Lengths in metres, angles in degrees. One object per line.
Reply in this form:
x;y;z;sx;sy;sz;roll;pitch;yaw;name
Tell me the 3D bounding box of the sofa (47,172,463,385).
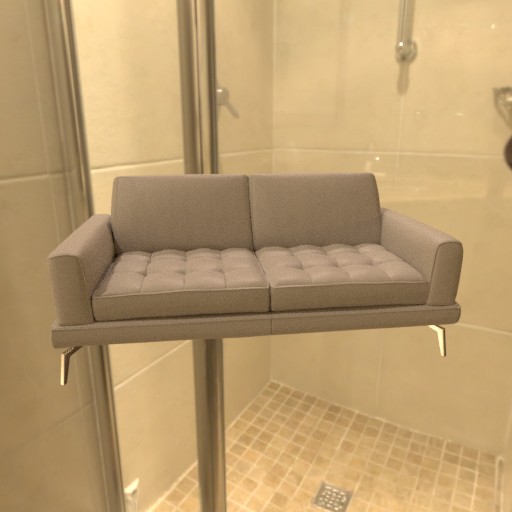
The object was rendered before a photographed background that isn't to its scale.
0.000;0.000;2.723;2.177;0.930;1.121;-2;17;-7;sofa
